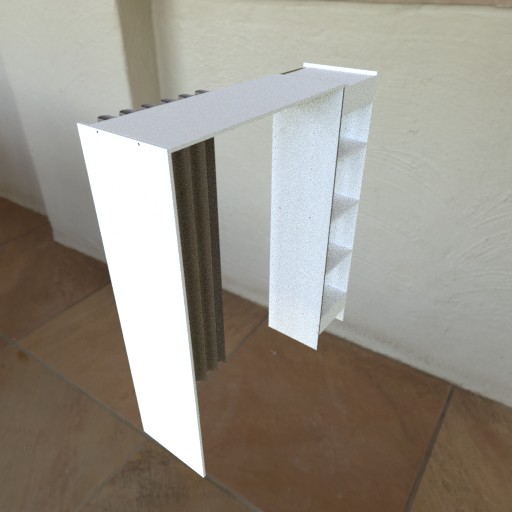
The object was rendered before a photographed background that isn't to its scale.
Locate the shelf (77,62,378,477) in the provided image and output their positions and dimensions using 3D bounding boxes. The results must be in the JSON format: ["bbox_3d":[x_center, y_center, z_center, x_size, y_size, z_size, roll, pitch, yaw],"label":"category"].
[{"bbox_3d":[0.000,0.000,2.552,0.500,1.820,1.600,22,39,30],"label":"shelf"}]
